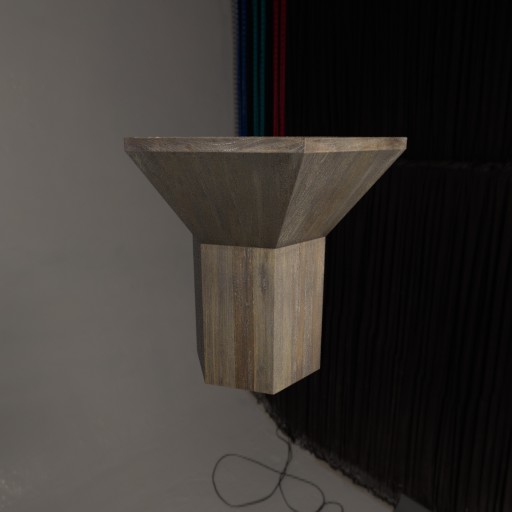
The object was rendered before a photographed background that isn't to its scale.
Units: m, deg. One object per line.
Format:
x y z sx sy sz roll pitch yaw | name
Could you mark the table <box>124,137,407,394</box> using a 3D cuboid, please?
0.000 0.000 1.132 0.683 0.586 0.592 -14 21 -42 | table
